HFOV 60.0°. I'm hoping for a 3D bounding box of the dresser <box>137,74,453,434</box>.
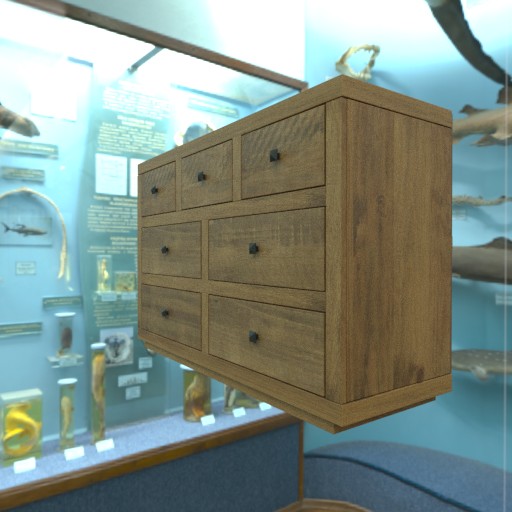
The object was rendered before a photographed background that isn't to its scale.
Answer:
[{"bbox_3d":[0.000,0.000,1.627,0.479,0.825,1.261,0,1,-36],"label":"dresser"}]
